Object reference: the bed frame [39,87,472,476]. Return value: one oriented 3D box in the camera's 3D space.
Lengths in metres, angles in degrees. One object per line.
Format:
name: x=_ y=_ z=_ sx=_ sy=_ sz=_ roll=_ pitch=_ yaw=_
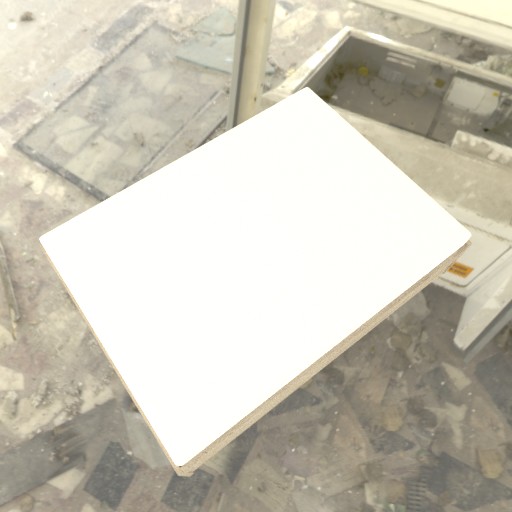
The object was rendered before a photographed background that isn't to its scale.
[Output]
bed frame: x=0.000 y=0.000 z=2.613 sx=1.944 sy=0.490 sz=1.448 roll=-34 pitch=68 yaw=-16
